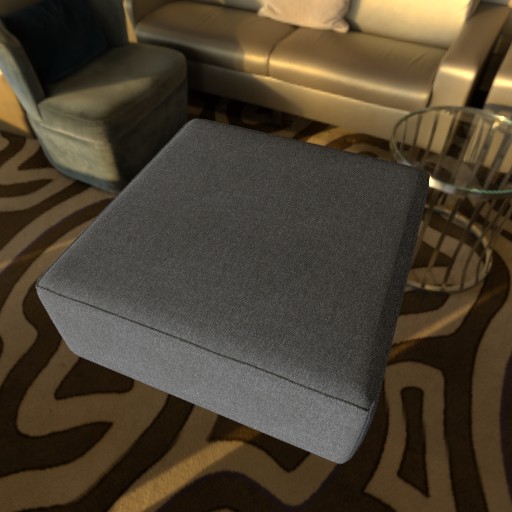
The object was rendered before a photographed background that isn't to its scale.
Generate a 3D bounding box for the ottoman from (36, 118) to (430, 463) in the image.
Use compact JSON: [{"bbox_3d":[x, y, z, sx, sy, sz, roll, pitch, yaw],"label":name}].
[{"bbox_3d":[0.000,0.000,1.551,1.000,0.439,1.000,17,50,15],"label":"ottoman"}]
